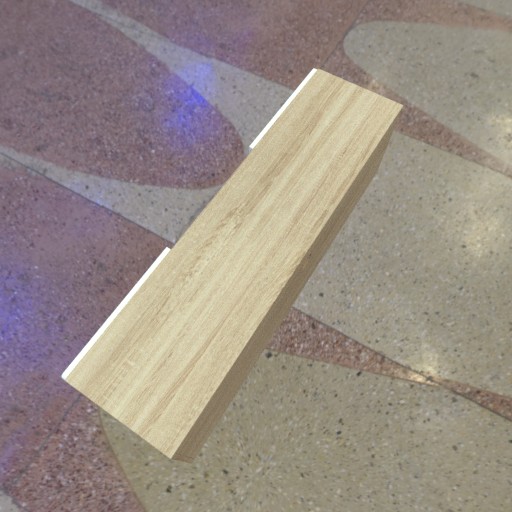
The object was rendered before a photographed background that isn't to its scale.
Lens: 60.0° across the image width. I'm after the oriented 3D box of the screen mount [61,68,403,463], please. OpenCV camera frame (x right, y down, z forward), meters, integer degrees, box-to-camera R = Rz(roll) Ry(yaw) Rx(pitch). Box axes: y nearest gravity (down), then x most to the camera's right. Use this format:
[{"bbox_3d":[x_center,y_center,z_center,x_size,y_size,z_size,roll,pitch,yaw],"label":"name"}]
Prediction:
[{"bbox_3d":[0.000,0.000,1.763,0.420,0.570,1.500,30,67,14],"label":"screen mount"}]
